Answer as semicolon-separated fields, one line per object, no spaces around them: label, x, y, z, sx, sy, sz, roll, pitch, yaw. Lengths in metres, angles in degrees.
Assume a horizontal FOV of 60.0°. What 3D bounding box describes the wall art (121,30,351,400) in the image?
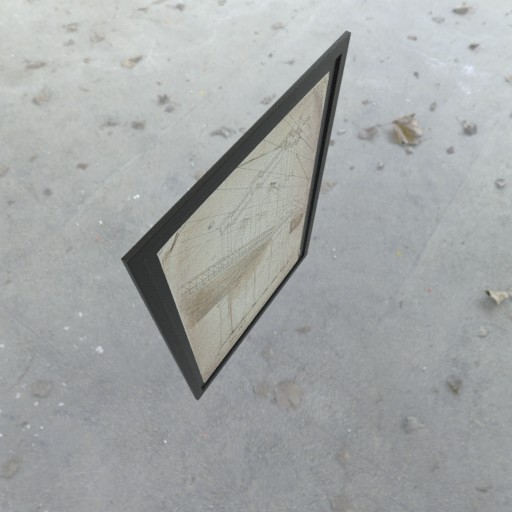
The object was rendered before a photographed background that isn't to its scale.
wall art;0.000;0.000;1.246;0.013;0.967;0.707;31;65;17
